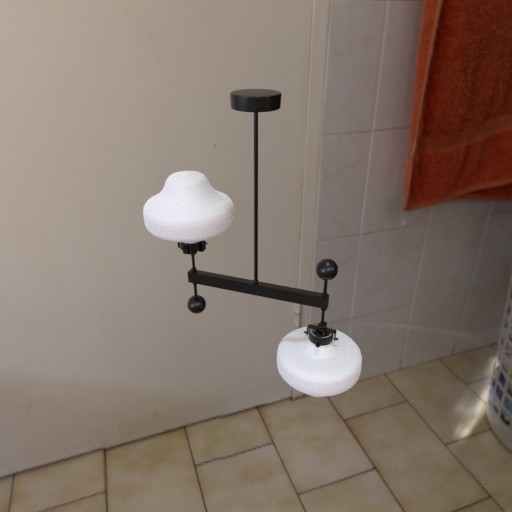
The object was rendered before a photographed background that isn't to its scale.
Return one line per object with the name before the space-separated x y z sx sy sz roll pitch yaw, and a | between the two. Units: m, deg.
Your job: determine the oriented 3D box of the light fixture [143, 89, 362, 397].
light fixture | 0.000 0.000 1.063 0.489 0.743 0.422 -8 29 -15
